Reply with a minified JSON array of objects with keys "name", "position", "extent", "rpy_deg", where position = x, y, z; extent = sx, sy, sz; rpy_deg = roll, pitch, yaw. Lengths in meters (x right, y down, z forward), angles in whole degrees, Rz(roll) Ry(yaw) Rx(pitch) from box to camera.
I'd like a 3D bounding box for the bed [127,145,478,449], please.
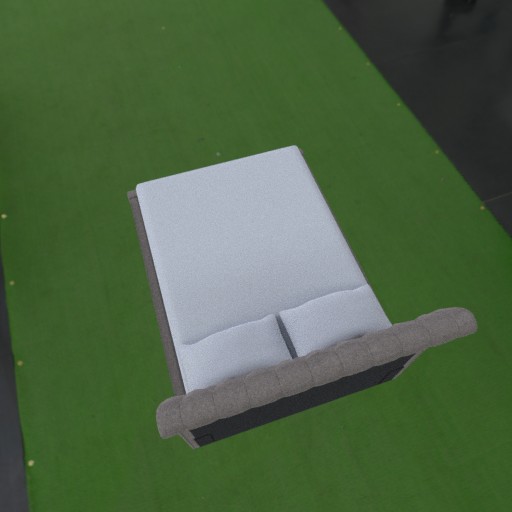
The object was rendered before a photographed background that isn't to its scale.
[{"name":"bed","position":[0.000,0.000,3.215],"extent":[1.645,1.371,2.252],"rpy_deg":[-16,61,-9]}]
